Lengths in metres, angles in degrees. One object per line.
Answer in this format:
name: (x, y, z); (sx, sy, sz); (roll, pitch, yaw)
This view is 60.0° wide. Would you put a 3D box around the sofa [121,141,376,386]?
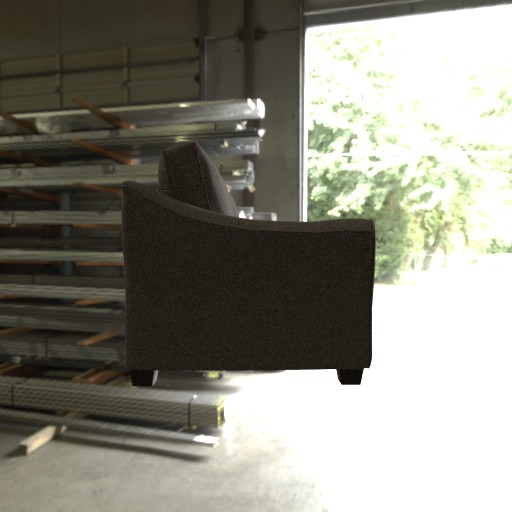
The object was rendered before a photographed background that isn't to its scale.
sofa: (0.000, 0.000, 2.721); (1.013, 0.976, 2.203); (0, 1, 0)
